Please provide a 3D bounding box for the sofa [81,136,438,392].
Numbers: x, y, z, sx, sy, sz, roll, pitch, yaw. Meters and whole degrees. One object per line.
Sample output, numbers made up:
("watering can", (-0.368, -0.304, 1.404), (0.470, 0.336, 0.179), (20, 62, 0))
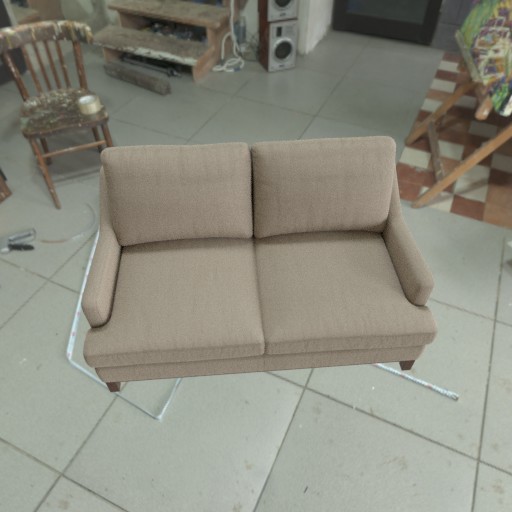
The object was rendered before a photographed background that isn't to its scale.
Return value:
("sofa", (0.000, 0.000, 2.265), (1.619, 0.910, 1.004), (-3, 48, -3))
